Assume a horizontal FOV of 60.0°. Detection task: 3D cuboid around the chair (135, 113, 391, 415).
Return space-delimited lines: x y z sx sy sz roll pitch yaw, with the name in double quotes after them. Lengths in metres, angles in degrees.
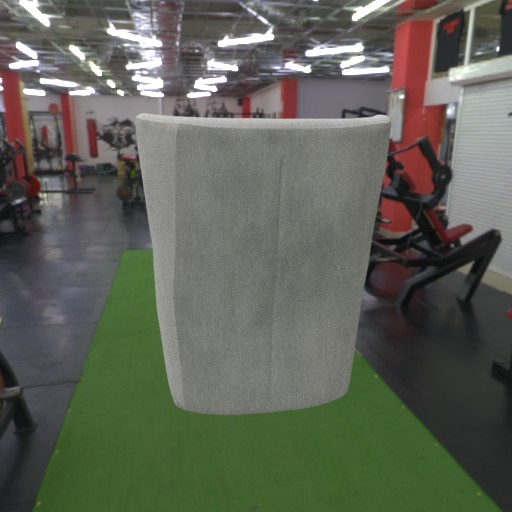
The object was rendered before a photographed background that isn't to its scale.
0.000 0.000 1.667 0.779 1.000 0.904 -2 15 -9 "chair"
